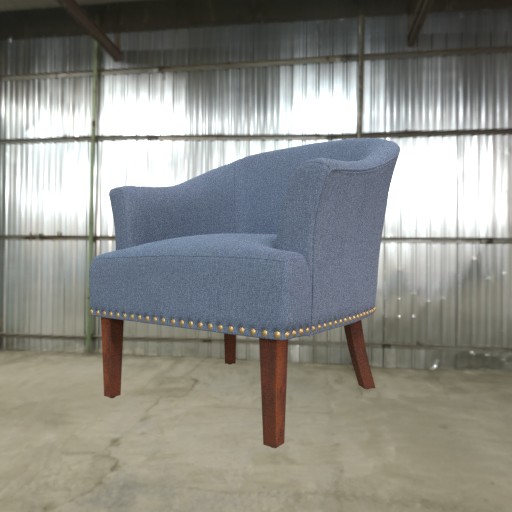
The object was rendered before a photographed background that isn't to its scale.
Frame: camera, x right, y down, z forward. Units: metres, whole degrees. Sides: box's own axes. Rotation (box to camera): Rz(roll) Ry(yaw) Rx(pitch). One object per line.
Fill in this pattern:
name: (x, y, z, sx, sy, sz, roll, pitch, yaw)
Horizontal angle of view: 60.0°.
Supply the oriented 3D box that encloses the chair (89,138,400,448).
chair: (0.000, 0.000, 1.344, 0.772, 0.815, 0.704, 0, 0, 36)
